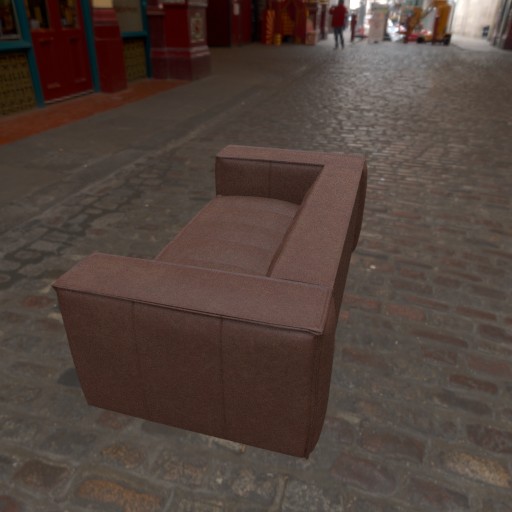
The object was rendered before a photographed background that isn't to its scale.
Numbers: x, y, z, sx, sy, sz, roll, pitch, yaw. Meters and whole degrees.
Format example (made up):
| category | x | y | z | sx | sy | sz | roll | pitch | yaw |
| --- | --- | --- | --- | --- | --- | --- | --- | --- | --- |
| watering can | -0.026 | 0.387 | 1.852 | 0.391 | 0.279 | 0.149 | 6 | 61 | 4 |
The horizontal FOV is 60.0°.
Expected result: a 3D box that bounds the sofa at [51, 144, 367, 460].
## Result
| category | x | y | z | sx | sy | sz | roll | pitch | yaw |
| --- | --- | --- | --- | --- | --- | --- | --- | --- | --- |
| sofa | 0.000 | 0.000 | 2.568 | 1.102 | 0.703 | 2.088 | 8 | 30 | 14 |
